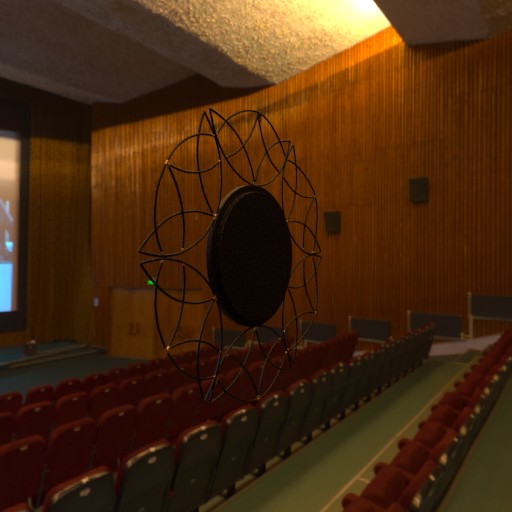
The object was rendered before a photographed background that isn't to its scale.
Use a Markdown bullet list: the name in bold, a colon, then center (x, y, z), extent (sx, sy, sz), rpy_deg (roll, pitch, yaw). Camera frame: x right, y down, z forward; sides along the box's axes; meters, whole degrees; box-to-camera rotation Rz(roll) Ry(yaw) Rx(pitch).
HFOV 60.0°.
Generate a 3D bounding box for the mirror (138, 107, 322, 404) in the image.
- **mirror**: center (0.000, 0.000, 1.192), extent (0.028, 0.775, 0.797), rpy_deg (0, 0, 35)
